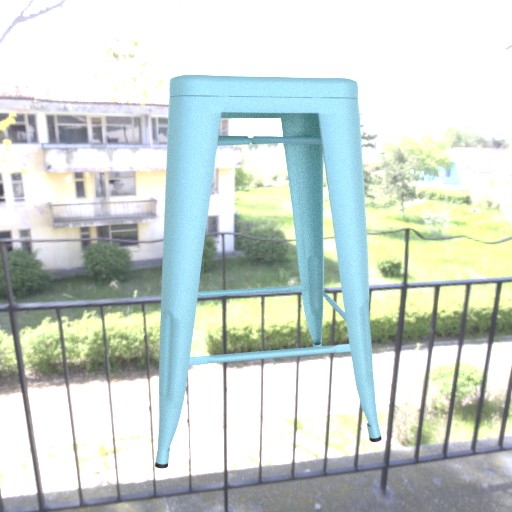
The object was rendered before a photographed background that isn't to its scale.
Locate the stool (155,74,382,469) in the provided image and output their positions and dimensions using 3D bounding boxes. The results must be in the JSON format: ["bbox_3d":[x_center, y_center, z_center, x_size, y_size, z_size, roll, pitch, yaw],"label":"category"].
[{"bbox_3d":[0.000,0.000,0.840,0.399,0.609,0.359,-3,16,-10],"label":"stool"}]
